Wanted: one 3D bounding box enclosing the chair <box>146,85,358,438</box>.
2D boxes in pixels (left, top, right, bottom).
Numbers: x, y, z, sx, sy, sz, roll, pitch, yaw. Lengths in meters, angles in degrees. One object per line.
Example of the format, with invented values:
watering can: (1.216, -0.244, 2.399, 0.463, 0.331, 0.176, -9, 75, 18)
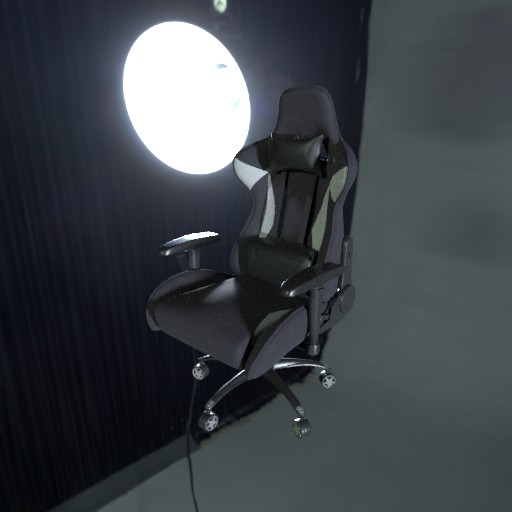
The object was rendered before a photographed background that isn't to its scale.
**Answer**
chair: (0.000, 0.000, 1.762, 0.730, 1.300, 0.695, 15, 23, 40)
